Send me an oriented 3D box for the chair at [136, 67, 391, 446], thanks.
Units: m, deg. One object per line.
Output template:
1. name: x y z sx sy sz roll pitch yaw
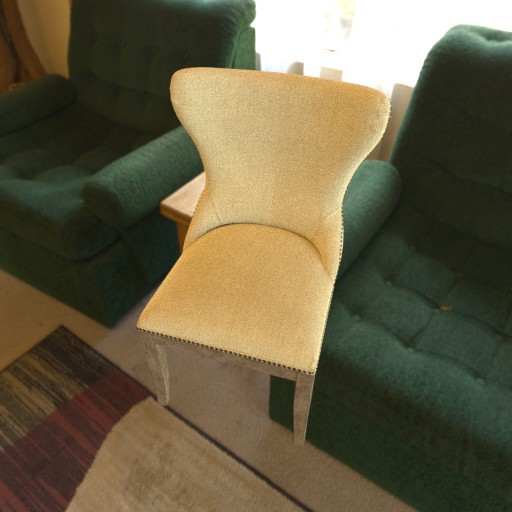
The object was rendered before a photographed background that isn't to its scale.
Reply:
1. chair: 0.000 0.000 1.447 0.654 1.002 0.681 12 43 13
